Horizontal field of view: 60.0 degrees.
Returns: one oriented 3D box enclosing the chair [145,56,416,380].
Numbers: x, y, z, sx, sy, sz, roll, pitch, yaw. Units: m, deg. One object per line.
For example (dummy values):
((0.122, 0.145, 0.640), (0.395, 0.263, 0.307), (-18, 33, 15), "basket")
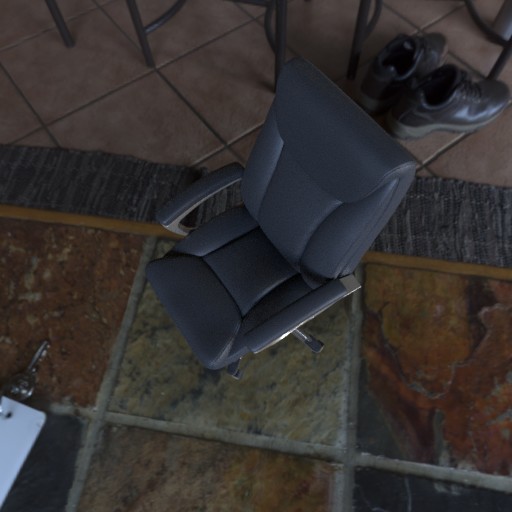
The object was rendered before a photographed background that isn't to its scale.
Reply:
((0.000, 0.000, 1.634), (0.748, 1.188, 0.694), (-32, 68, -15), "chair")
